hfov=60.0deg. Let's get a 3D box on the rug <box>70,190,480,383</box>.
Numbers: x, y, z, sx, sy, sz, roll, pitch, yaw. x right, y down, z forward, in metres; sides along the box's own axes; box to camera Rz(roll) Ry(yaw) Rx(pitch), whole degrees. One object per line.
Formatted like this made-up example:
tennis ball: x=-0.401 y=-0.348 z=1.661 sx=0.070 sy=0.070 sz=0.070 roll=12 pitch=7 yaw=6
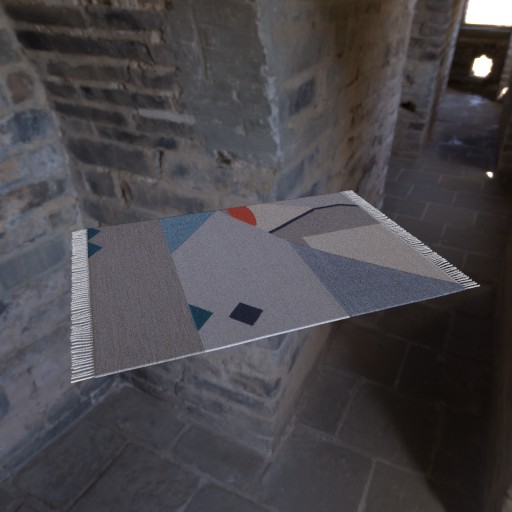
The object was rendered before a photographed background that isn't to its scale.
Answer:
rug: x=0.000 y=0.000 z=2.324 sx=1.828 sy=0.005 sz=1.220 roll=-10 pitch=33 yaw=-16
